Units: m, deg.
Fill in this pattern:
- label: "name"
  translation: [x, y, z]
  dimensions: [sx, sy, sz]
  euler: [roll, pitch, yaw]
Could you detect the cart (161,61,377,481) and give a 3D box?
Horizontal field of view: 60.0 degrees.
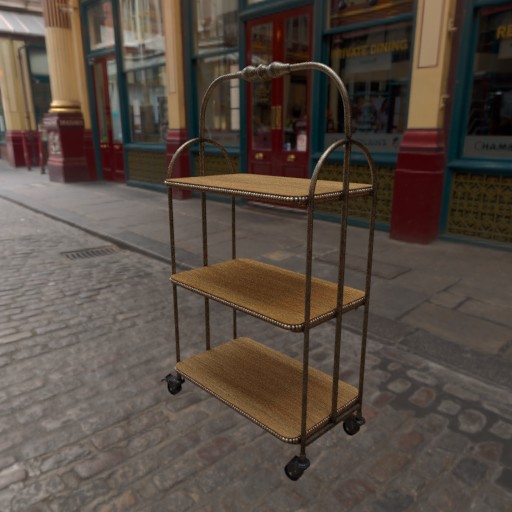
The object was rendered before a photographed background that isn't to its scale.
- label: "cart"
  translation: [0.000, 0.000, 1.316]
  dimensions: [0.330, 1.052, 0.650]
  euler: [-14, 21, -42]
